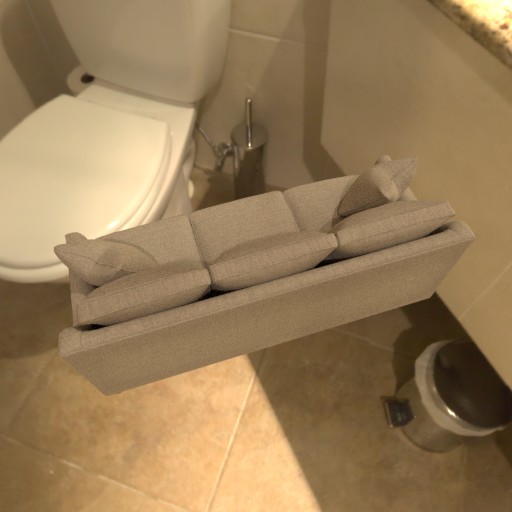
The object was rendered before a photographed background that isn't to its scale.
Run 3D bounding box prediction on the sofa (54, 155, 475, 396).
[{"bbox_3d":[0.000,0.000,2.532,2.031,0.914,0.865,-15,60,-9],"label":"sofa"}]
